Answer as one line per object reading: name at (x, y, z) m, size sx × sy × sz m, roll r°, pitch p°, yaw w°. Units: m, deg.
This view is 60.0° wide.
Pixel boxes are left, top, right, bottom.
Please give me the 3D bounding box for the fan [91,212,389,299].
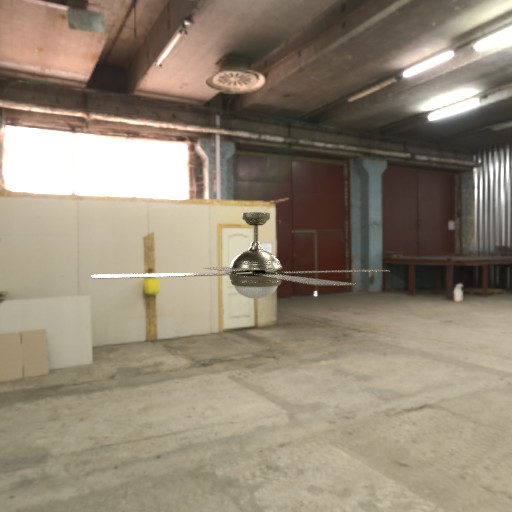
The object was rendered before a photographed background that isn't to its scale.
fan at (0.000, 0.000, 1.984) m, size 1.321 × 0.381 × 1.321 m, roll 0°, pitch 1°, yaw -1°
